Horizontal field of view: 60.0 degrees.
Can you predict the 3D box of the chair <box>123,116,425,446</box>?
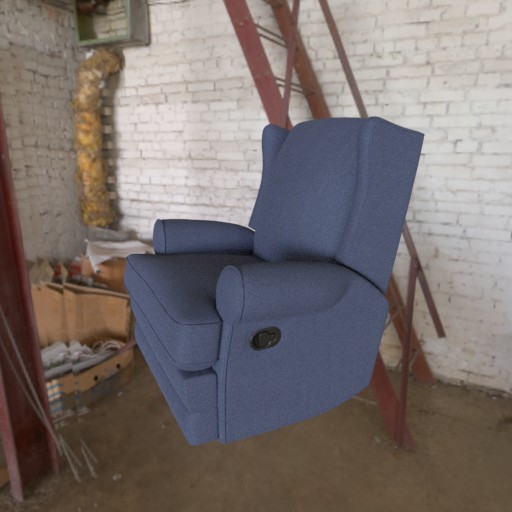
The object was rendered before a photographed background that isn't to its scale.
[{"bbox_3d":[0.000,0.000,1.685,0.877,1.020,0.971,-7,16,-25],"label":"chair"}]
